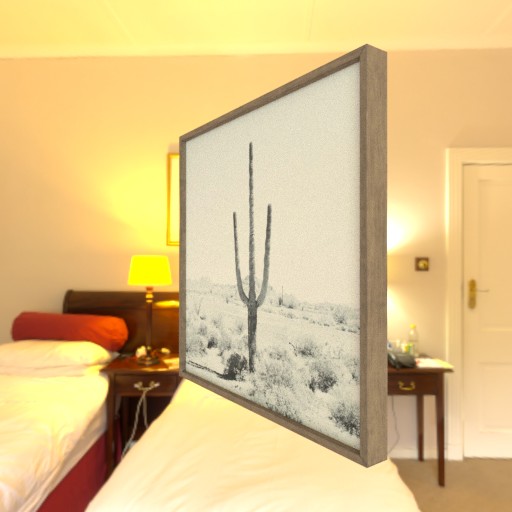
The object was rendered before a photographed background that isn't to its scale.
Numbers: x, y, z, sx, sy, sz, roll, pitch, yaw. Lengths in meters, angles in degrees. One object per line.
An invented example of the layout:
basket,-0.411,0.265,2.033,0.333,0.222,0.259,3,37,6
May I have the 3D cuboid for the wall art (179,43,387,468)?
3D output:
wall art,0.000,0.000,0.747,0.038,0.508,0.508,0,0,-36
